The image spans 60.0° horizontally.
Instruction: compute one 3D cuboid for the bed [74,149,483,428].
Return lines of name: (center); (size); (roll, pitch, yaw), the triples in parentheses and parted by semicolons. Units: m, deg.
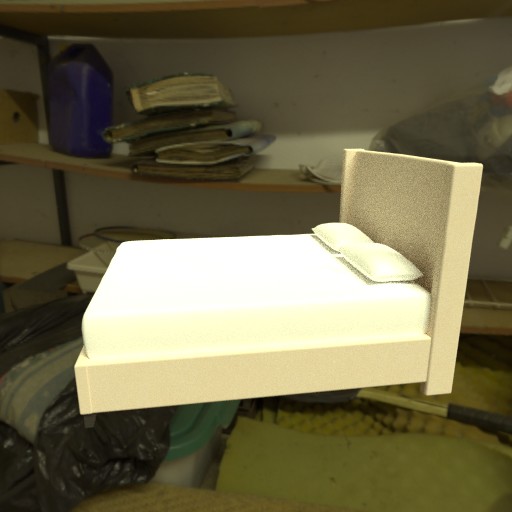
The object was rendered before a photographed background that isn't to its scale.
bed: (0.000, 0.000, 3.334); (2.293, 1.471, 1.778); (-3, 16, -9)
